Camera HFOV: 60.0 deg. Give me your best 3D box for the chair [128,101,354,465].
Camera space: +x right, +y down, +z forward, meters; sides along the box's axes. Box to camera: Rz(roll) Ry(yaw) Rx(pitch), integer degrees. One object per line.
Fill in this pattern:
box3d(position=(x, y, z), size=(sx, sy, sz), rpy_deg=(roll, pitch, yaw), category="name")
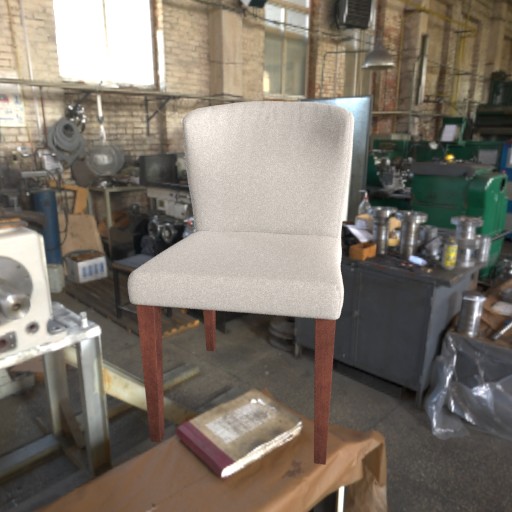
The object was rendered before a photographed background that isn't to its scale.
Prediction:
box3d(position=(0.000, 0.000, 1.213), size=(0.491, 0.839, 0.592), rpy_deg=(3, 16, 10), category="chair")
